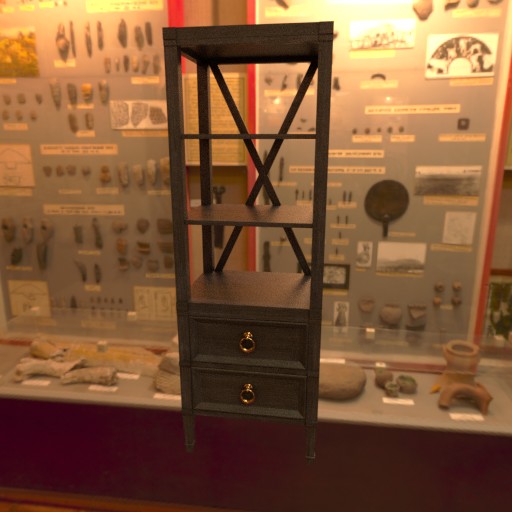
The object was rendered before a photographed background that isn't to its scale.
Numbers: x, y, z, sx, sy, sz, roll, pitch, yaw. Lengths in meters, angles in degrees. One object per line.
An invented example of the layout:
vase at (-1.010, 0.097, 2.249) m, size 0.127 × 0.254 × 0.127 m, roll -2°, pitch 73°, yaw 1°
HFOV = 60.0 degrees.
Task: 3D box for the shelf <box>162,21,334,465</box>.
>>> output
shelf at (0.000, 0.000, 1.924) m, size 0.584 × 1.727 × 0.472 m, roll 2°, pitch 15°, yaw 8°
